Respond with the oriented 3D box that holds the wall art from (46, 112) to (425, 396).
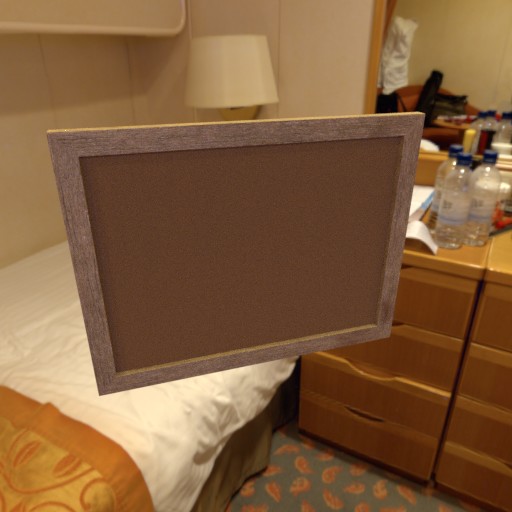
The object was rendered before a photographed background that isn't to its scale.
[{"bbox_3d":[0.000,0.000,0.907,0.690,0.535,0.026,-8,27,-16],"label":"wall art"}]
